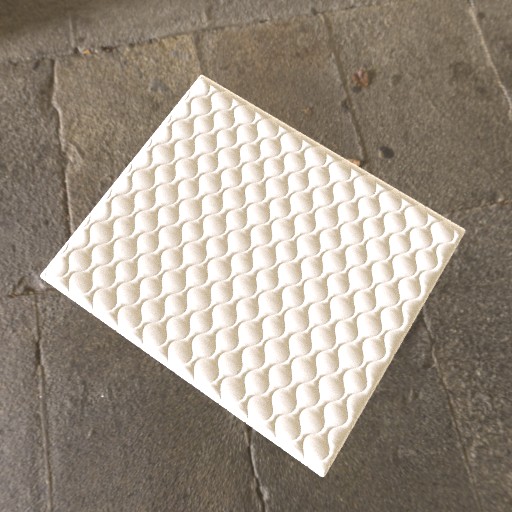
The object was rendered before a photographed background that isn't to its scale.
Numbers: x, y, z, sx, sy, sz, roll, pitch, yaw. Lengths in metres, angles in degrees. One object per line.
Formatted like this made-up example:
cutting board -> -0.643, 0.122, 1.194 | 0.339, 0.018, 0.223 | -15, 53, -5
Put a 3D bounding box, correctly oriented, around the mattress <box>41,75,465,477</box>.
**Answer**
mattress -> 0.000, 0.000, 2.618 | 1.900, 0.200, 1.600 | 33, 78, 8
